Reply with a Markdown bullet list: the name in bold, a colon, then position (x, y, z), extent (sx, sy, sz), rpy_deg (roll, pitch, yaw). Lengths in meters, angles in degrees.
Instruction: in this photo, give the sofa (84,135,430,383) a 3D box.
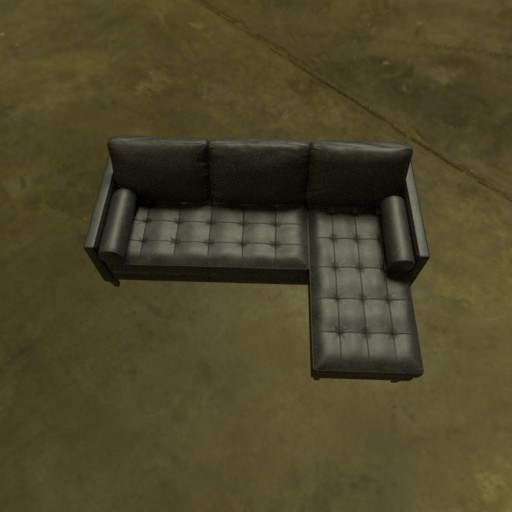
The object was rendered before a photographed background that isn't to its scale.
- **sofa**: position (0.000, 0.000, 2.935), extent (2.178, 0.876, 1.497), rpy_deg (2, 59, 1)
